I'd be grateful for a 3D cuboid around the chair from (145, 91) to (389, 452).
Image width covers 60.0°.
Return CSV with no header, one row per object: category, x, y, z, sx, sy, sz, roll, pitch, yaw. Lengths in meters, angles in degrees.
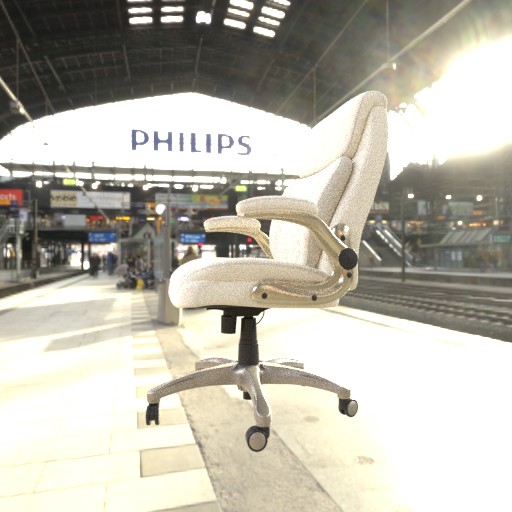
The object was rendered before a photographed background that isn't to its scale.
chair,0.000,0.000,1.622,0.794,1.110,0.740,0,0,-18
